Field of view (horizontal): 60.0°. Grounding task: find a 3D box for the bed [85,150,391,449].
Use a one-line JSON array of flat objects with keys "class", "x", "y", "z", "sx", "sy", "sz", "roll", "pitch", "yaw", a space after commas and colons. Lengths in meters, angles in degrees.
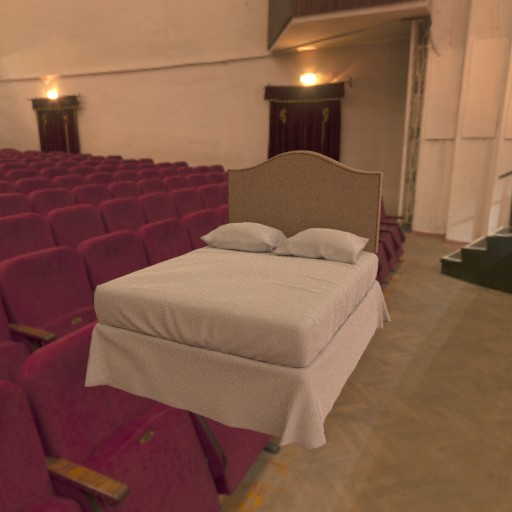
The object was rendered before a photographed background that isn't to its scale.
[{"class": "bed", "x": 0.000, "y": 0.000, "z": 3.588, "sx": 1.876, "sy": 1.645, "sz": 2.221, "roll": 7, "pitch": 15, "yaw": 25}]
